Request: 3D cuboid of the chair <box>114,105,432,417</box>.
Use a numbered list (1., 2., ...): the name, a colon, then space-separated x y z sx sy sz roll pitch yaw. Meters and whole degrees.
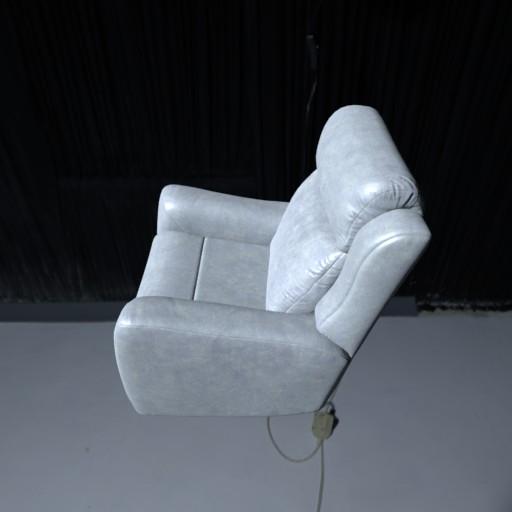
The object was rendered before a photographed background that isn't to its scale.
1. chair: 0.000 0.000 1.905 1.068 1.116 0.967 1 40 1
